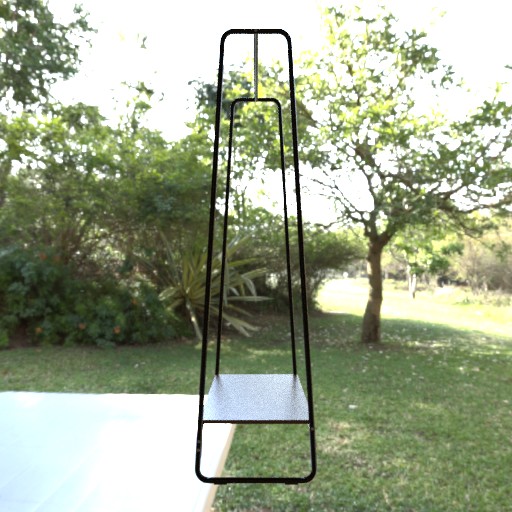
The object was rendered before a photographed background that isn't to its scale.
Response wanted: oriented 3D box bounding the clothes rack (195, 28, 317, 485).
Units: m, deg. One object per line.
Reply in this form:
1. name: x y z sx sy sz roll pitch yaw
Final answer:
1. clothes rack: 0.000 0.000 1.769 0.400 1.500 0.640 0 -1 0
